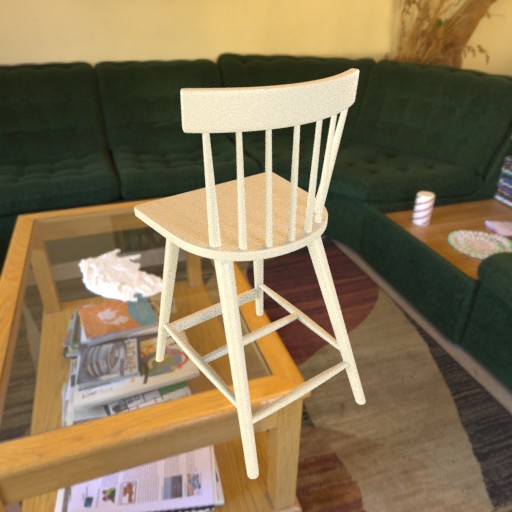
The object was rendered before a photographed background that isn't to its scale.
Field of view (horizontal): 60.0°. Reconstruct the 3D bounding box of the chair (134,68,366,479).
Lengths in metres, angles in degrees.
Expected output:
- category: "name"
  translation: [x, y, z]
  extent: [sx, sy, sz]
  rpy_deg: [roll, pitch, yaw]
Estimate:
- category: "chair"
  translation: [0.000, 0.000, 1.235]
  extent: [0.483, 0.952, 0.572]
  rpy_deg: [-20, 36, -31]
